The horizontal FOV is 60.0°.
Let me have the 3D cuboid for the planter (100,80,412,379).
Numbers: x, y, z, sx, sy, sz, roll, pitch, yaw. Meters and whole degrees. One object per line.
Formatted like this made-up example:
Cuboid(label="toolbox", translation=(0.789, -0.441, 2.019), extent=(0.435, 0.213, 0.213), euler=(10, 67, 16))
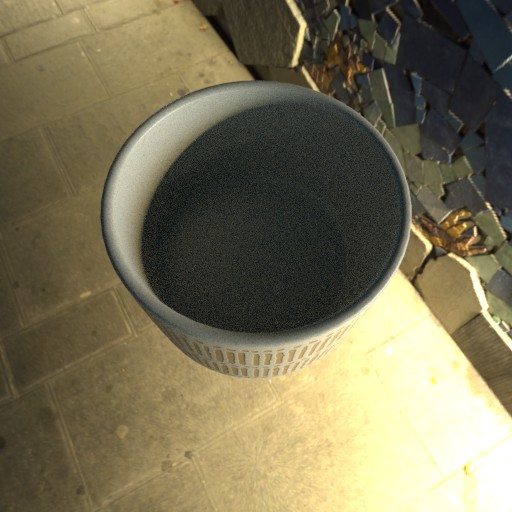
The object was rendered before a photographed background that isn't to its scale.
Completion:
Cuboid(label="planter", translation=(0.000, 0.000, 0.590), extent=(0.317, 0.303, 0.317), euler=(0, 65, 0))
